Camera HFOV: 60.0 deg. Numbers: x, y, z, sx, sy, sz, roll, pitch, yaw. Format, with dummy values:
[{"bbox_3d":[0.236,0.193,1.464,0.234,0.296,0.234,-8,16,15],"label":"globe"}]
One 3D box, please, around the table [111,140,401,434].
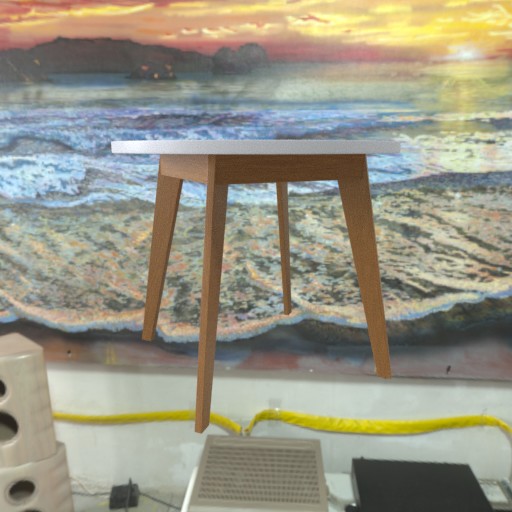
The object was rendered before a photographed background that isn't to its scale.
[{"bbox_3d":[0.000,0.000,1.529,0.896,0.762,0.896,0,14,0],"label":"table"}]
